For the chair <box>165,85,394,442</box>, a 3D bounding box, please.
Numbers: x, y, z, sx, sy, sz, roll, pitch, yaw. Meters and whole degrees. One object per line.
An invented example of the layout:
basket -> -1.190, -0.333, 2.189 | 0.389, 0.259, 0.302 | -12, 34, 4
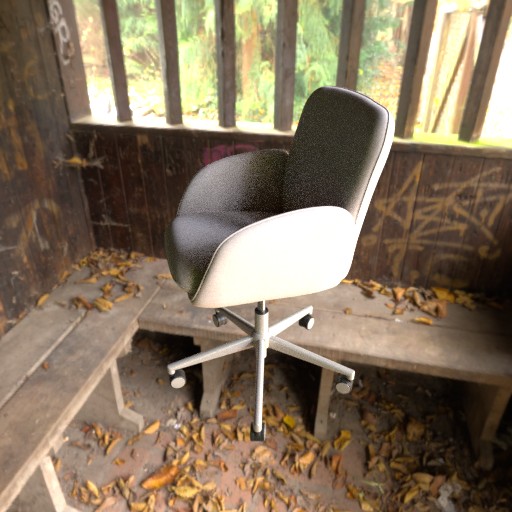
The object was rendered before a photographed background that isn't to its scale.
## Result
chair -> 0.000, 0.000, 1.403 | 0.633, 0.959, 0.648 | -8, 30, -13
